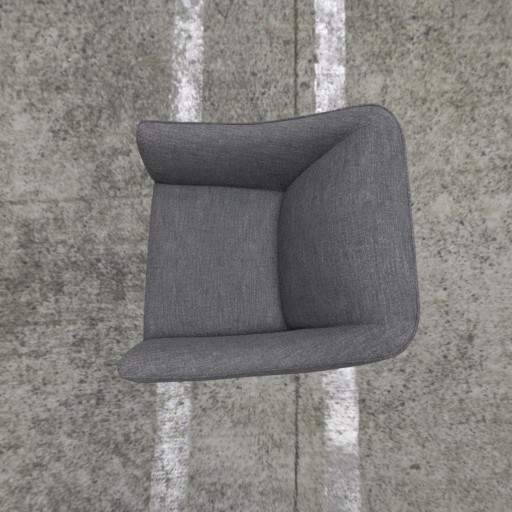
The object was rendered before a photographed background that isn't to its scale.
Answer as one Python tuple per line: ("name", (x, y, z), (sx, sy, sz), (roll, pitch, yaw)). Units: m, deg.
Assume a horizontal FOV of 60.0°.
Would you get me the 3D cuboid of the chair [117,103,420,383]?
("chair", (0.000, 0.000, 1.585), (0.851, 0.829, 0.870), (0, 75, 0))
